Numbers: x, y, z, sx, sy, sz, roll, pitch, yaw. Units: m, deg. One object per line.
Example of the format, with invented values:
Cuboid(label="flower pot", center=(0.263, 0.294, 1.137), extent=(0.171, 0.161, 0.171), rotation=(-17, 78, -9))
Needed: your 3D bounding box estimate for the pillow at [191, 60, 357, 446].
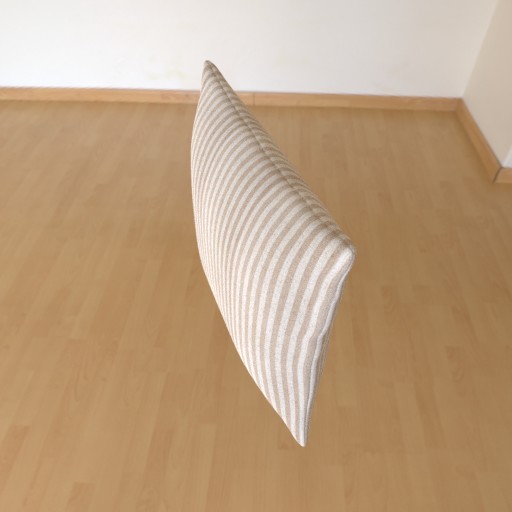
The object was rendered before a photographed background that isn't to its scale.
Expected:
Cuboid(label="pillow", center=(0.000, 0.000, 0.800), extent=(0.166, 0.510, 0.523), rotation=(-16, 48, -15))
